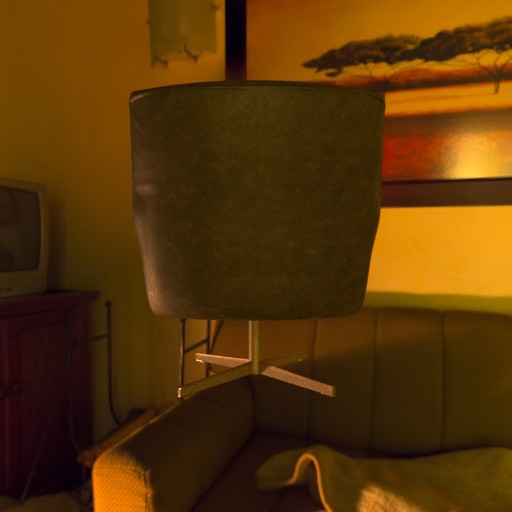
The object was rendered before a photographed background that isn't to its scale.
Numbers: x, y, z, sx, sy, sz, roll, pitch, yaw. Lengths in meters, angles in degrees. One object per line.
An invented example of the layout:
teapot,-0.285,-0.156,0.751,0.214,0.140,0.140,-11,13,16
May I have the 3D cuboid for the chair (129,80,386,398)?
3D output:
chair,0.000,0.000,1.500,0.738,0.870,0.874,0,0,-1
